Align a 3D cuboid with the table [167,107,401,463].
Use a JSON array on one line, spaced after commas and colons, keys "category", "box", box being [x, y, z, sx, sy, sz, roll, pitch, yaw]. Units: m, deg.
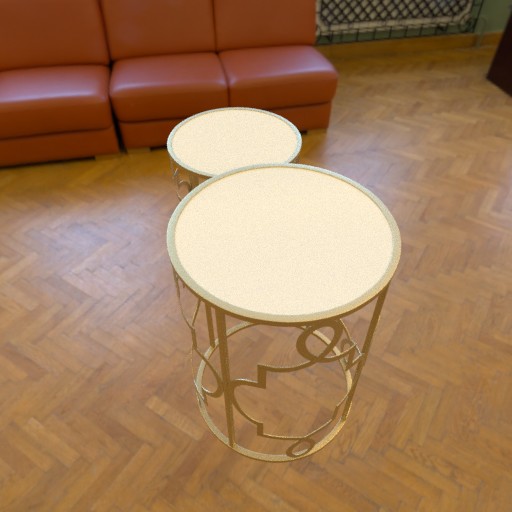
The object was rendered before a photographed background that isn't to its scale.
[{"category": "table", "box": [0.000, 0.000, 1.153, 0.420, 0.564, 0.846, -10, 46, -9]}]
